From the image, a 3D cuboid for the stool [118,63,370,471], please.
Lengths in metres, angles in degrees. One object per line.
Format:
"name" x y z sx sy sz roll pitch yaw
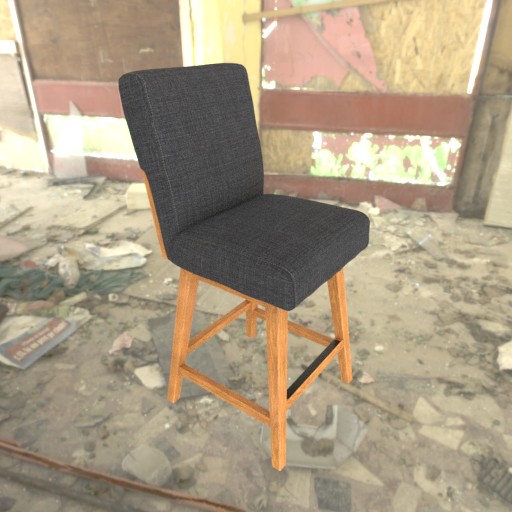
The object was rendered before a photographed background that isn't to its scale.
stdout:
"stool" 0.000 0.000 1.303 0.526 1.010 0.459 19 33 32
